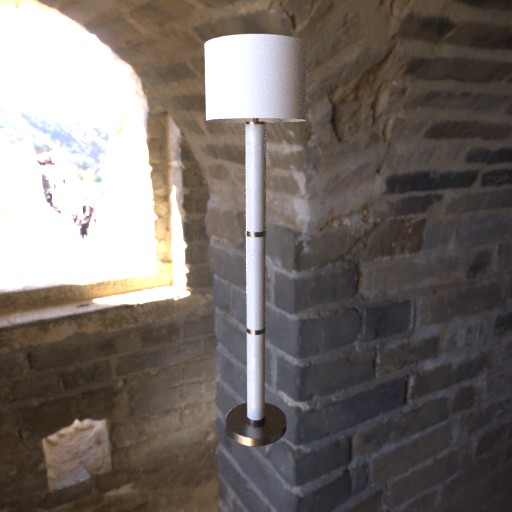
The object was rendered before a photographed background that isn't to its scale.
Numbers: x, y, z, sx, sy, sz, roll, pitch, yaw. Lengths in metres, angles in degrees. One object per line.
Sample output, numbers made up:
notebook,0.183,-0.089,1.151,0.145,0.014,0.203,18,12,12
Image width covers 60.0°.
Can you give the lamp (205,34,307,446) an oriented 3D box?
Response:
lamp,0.000,0.000,1.820,0.377,1.599,0.377,2,15,8
